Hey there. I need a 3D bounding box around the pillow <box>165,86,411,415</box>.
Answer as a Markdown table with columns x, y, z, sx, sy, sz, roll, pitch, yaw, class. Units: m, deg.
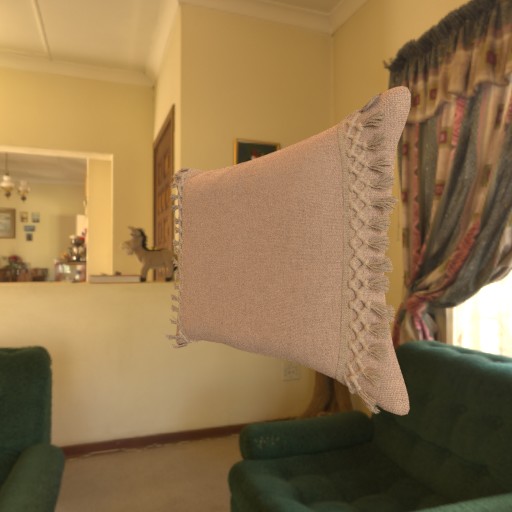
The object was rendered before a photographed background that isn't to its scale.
| x | y | z | sx | sy | sz | roll | pitch | yaw | class |
| --- | --- | --- | --- | --- | --- | --- | --- | --- | --- |
| 0.000 | 0.000 | 0.580 | 0.084 | 0.305 | 0.466 | 1 | -1 | -36 | pillow |
